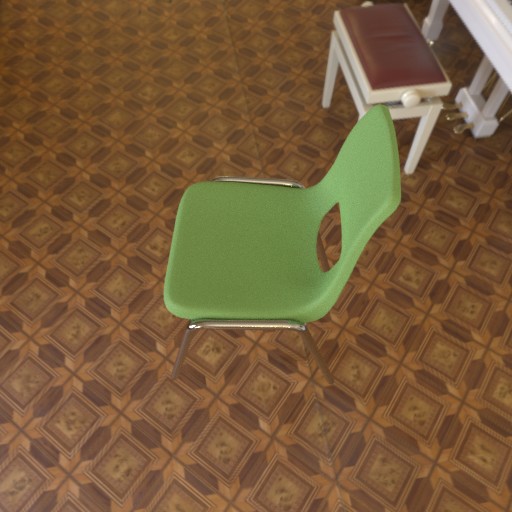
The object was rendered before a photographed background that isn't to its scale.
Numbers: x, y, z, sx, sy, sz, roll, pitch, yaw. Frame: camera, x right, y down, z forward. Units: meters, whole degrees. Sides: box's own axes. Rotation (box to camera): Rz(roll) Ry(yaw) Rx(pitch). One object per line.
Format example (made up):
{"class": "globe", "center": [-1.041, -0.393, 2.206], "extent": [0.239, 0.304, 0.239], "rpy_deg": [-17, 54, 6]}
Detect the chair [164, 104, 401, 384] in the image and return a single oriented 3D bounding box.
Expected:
{"class": "chair", "center": [0.000, 0.000, 0.975], "extent": [0.436, 0.704, 0.381], "rpy_deg": [3, 59, 2]}
